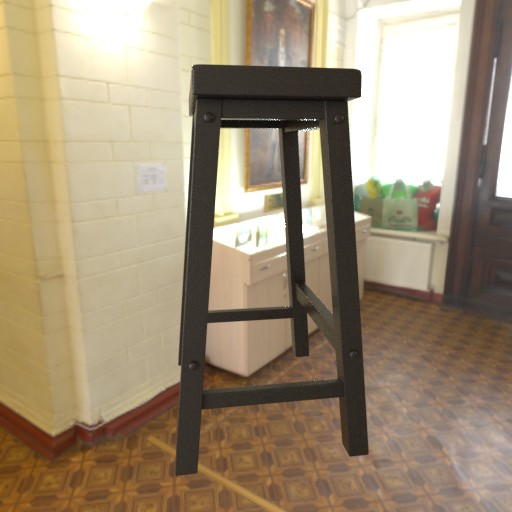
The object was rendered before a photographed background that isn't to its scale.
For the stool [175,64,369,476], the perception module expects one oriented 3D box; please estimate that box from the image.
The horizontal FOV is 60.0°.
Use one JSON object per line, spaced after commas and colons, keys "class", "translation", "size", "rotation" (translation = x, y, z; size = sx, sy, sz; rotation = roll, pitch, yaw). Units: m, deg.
{"class": "stool", "translation": [0.000, 0.000, 0.848], "size": [0.322, 0.610, 0.406], "rotation": [-2, 14, -9]}
